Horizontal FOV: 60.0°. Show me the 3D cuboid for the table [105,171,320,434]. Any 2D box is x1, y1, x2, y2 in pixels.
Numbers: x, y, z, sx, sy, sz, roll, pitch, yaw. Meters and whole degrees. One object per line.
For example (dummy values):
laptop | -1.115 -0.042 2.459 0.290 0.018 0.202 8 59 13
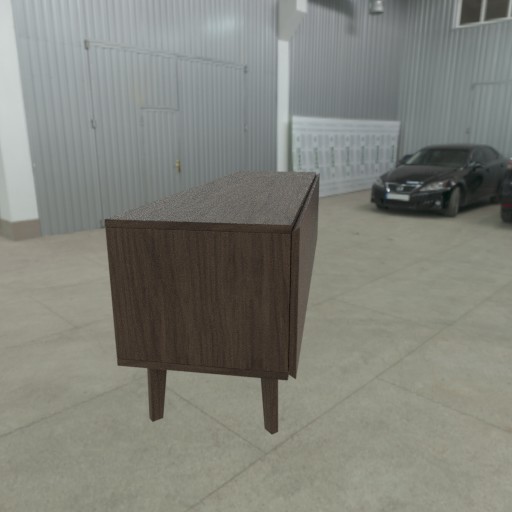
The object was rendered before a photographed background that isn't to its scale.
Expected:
table | 0.000 0.000 1.617 0.405 0.508 1.397 2 15 9
